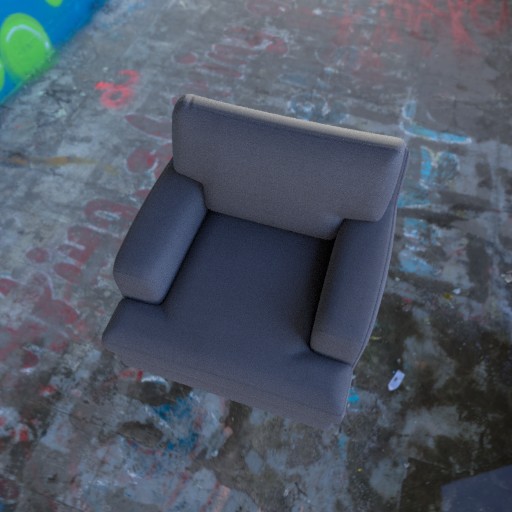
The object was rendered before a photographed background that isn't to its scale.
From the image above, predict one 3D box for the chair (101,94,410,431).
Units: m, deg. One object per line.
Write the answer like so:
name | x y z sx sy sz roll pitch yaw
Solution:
chair | 0.000 0.000 2.039 1.168 0.940 1.143 15 58 10
